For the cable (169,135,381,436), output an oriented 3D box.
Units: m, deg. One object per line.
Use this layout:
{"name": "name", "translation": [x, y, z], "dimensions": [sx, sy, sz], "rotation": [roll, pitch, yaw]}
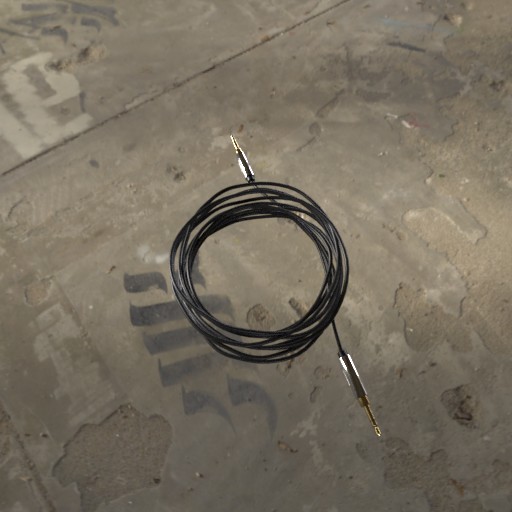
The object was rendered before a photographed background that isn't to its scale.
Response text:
{"name": "cable", "translation": [0.000, 0.000, 0.503], "dimensions": [0.198, 0.069, 0.432], "rotation": [-16, 60, -9]}
